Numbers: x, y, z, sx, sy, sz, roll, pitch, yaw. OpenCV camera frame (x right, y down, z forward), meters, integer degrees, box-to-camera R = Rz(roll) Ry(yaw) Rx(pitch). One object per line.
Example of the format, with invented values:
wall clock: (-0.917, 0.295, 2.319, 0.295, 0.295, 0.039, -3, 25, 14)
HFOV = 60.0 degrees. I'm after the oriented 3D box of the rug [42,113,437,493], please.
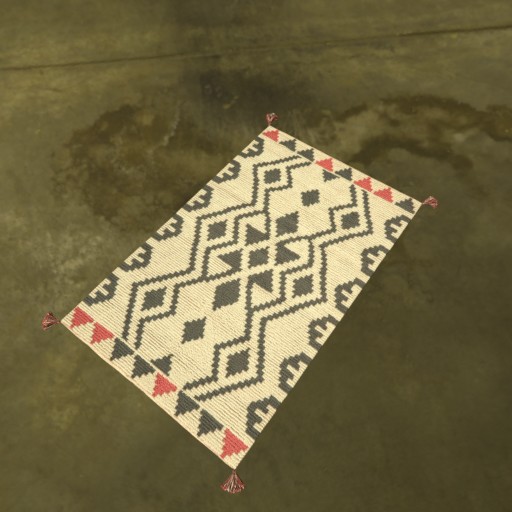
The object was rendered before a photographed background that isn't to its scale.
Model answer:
rug: (0.000, 0.000, 3.280, 1.741, 0.066, 2.672, 33, 63, 19)
